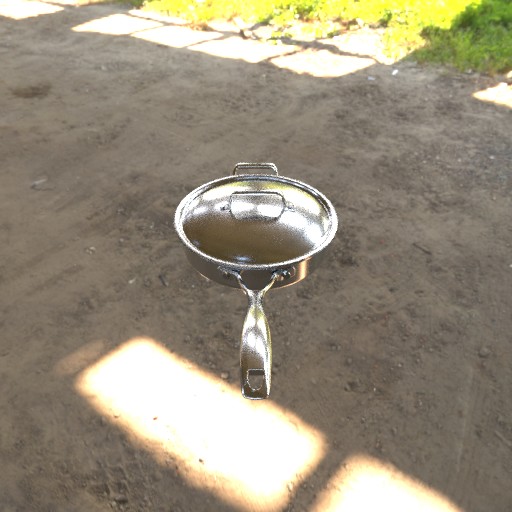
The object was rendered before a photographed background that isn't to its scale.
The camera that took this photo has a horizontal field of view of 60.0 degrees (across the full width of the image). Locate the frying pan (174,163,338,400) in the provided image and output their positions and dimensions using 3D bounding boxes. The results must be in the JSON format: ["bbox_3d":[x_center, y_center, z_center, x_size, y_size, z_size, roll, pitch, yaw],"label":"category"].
[{"bbox_3d":[0.000,0.000,0.691,0.280,0.114,0.561,0,40,0],"label":"frying pan"}]
